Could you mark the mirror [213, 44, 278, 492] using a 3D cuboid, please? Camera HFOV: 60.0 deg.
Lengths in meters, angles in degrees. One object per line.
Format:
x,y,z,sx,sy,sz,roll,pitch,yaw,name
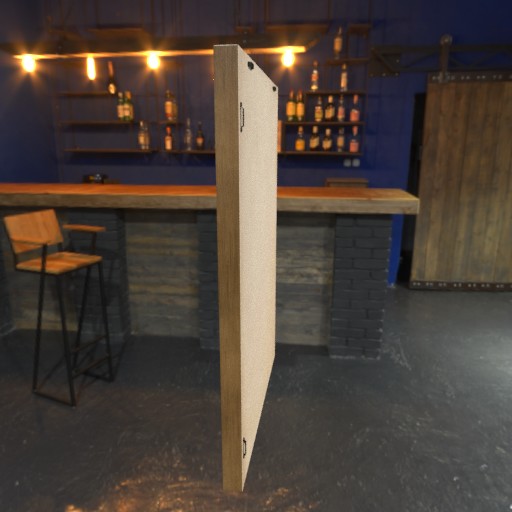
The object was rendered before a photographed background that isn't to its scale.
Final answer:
0.000,0.000,0.920,0.039,0.711,0.508,2,15,8,mirror
